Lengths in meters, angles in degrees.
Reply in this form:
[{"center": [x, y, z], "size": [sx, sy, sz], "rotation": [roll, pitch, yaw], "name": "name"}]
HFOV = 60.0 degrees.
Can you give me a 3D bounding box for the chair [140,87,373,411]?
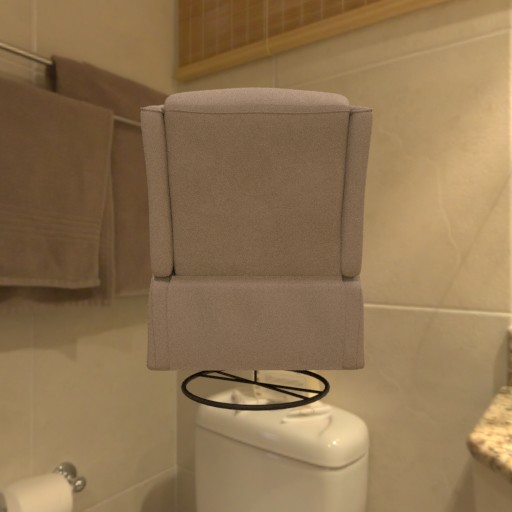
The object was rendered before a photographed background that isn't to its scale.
[{"center": [0.000, 0.000, 1.729], "size": [0.847, 1.011, 0.969], "rotation": [0, 0, -1], "name": "chair"}]
